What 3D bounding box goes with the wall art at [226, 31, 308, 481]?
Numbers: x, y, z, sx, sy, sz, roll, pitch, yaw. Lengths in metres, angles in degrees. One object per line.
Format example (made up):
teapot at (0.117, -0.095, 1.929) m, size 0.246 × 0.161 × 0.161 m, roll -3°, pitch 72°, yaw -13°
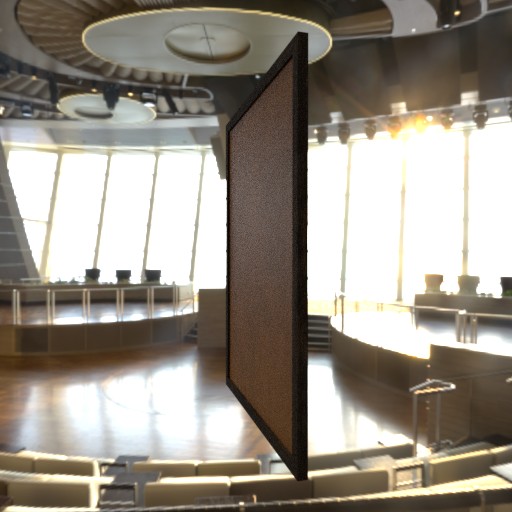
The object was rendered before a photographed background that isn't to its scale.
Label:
wall art at (0.000, 0.000, 1.444) m, size 0.029 × 1.066 × 0.812 m, roll 0°, pitch 0°, yaw -16°
